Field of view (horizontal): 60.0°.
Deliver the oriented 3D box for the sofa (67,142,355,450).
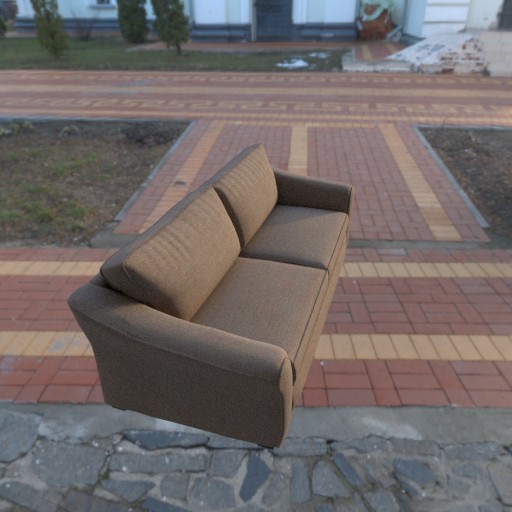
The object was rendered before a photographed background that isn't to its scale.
[{"bbox_3d":[0.000,0.000,2.808,0.986,0.906,2.270,9,31,16],"label":"sofa"}]
